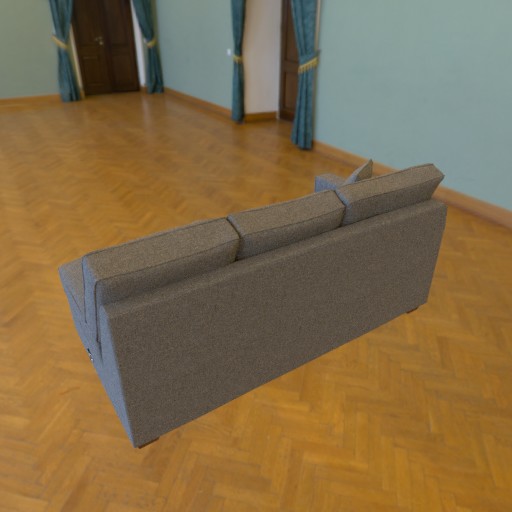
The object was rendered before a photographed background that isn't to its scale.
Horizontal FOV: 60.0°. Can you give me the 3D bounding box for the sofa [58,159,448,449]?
[{"bbox_3d":[0.000,0.000,2.512,1.963,0.946,1.034,-18,34,-29],"label":"sofa"}]
